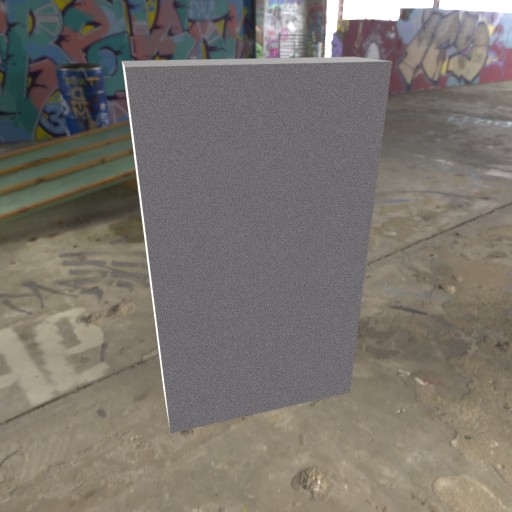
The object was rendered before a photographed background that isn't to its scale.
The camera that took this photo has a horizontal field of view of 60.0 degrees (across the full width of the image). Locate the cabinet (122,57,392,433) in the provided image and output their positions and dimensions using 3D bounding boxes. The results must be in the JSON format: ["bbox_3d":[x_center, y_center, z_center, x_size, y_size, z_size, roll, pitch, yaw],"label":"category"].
[{"bbox_3d":[0.000,0.000,1.587,0.750,1.280,0.250,-8,28,-15],"label":"cabinet"}]
